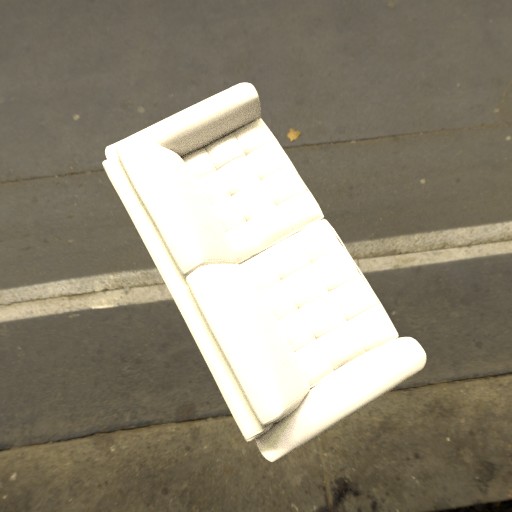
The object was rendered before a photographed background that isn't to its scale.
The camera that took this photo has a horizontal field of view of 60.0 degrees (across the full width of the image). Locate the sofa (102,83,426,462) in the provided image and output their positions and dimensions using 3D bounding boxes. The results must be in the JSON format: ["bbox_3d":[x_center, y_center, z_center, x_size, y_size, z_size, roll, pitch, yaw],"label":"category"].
[{"bbox_3d":[0.000,0.000,2.808,1.121,0.930,2.177,-29,77,-7],"label":"sofa"}]
